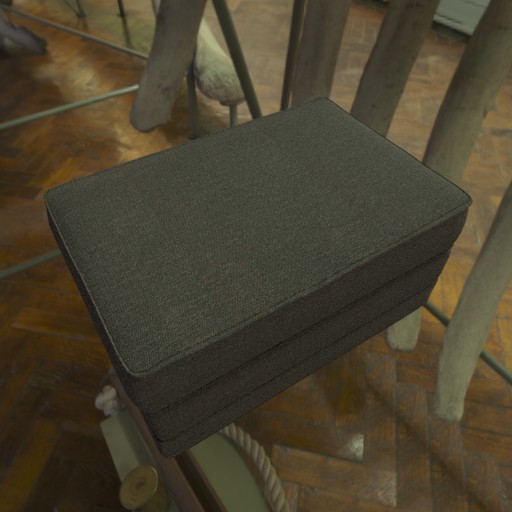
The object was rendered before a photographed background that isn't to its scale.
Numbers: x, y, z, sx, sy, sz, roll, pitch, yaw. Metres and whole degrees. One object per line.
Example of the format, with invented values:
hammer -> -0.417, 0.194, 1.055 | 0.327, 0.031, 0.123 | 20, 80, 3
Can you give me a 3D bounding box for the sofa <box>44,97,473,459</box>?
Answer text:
sofa -> 0.000, 0.000, 1.163 | 0.854, 0.457, 0.578 | -25, 52, -21
